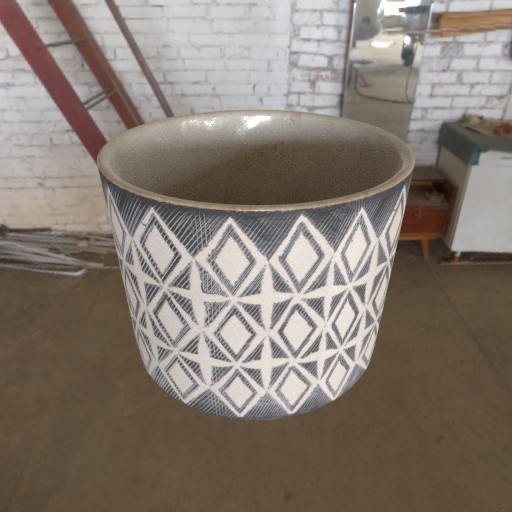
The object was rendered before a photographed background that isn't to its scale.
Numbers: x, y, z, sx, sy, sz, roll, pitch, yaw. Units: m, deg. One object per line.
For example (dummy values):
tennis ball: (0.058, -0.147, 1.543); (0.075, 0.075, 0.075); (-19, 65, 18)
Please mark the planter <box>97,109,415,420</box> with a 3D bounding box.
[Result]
planter: (0.000, 0.000, 0.322); (0.192, 0.165, 0.192); (0, 31, 0)
